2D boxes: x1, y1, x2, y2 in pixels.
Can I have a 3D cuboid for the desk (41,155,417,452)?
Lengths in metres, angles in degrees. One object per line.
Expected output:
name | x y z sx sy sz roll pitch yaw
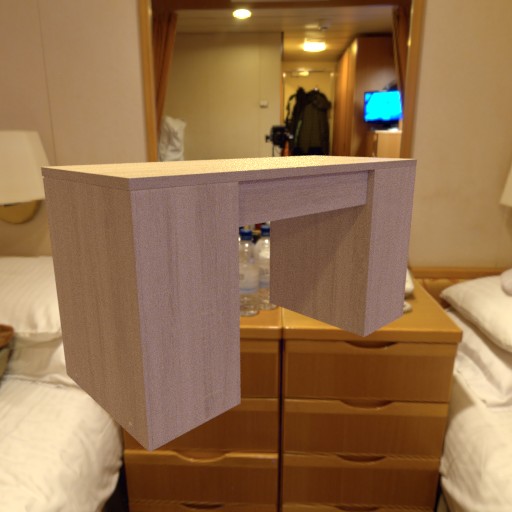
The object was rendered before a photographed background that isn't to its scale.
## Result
desk | 0.000 0.000 1.785 1.390 0.740 0.600 -14 20 -42
